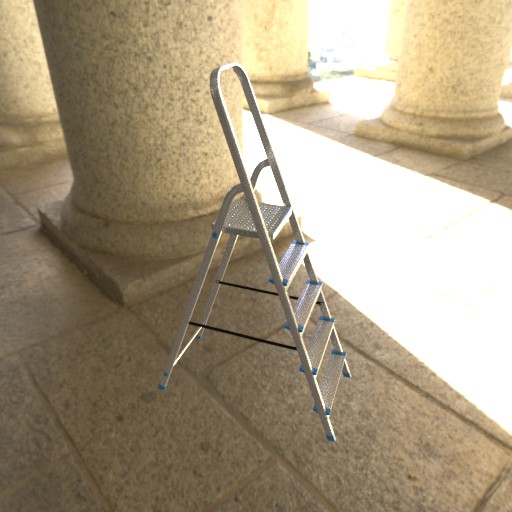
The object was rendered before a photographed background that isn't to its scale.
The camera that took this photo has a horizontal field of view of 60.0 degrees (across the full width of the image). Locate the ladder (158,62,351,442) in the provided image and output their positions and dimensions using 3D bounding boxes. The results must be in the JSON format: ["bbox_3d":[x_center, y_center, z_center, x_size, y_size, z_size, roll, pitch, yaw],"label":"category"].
[{"bbox_3d":[0.000,0.000,2.073,0.990,1.648,0.468,11,32,17],"label":"ladder"}]
